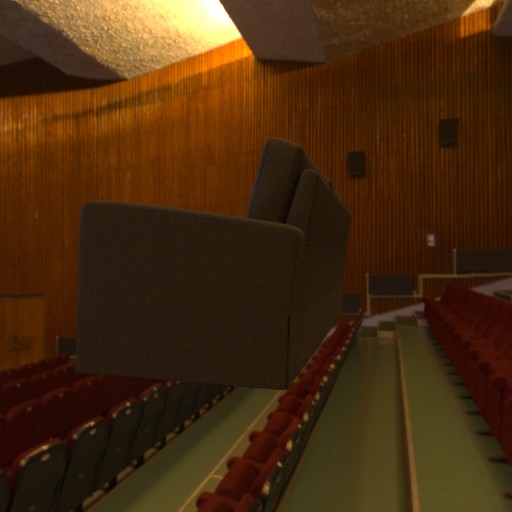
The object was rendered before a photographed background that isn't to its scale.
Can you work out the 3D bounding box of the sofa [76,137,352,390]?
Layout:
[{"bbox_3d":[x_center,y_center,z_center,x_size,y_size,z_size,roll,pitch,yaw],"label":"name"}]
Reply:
[{"bbox_3d":[0.000,0.000,2.362,0.898,0.839,1.852,0,0,16],"label":"sofa"}]
